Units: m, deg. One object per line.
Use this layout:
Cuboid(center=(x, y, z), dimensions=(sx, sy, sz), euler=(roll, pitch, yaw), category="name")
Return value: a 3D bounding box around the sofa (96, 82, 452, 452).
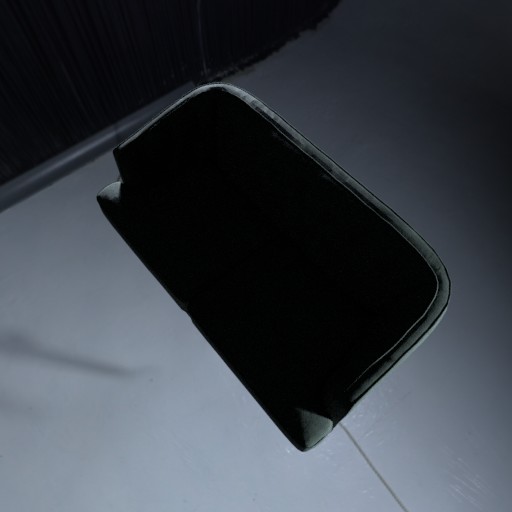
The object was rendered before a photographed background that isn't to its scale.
Cuboid(center=(0.000, 0.000, 2.311), dimensions=(0.941, 0.855, 1.733), euler=(-37, 68, -18), category="sofa")
